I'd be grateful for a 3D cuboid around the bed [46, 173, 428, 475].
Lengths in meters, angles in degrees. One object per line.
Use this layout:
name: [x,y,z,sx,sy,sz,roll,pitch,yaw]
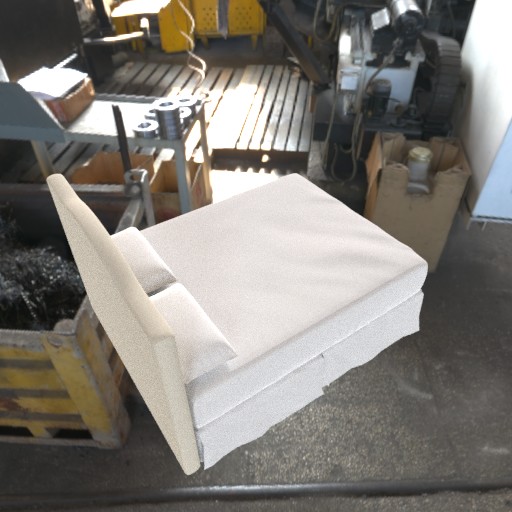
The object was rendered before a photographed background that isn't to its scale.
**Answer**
bed: [0.000,0.000,3.274,2.196,1.449,1.741,-25,47,-25]
